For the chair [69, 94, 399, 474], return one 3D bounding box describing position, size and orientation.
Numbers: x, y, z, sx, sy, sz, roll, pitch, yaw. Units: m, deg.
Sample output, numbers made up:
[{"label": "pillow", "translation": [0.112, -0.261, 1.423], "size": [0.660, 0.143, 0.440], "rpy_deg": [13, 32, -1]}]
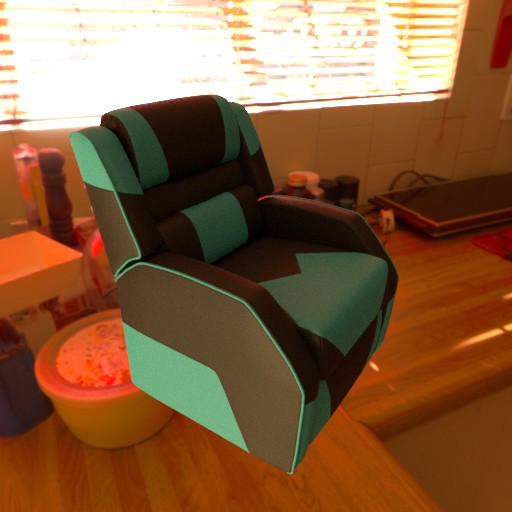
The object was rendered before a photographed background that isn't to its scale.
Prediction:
[{"label": "chair", "translation": [0.000, 0.000, 1.262], "size": [0.672, 0.805, 0.620], "rpy_deg": [17, 32, 30]}]
